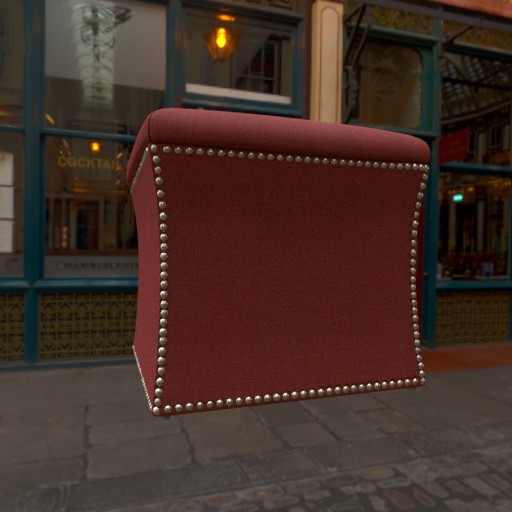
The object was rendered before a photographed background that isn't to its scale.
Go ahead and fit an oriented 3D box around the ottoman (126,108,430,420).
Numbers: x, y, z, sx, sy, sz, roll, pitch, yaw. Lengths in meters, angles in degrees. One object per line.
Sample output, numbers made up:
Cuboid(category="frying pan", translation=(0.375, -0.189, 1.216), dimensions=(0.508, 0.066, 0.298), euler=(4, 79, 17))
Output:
Cuboid(category="ottoman", translation=(0.000, 0.000, 0.922), dimensions=(0.507, 0.475, 0.497), euler=(0, 0, -19))
